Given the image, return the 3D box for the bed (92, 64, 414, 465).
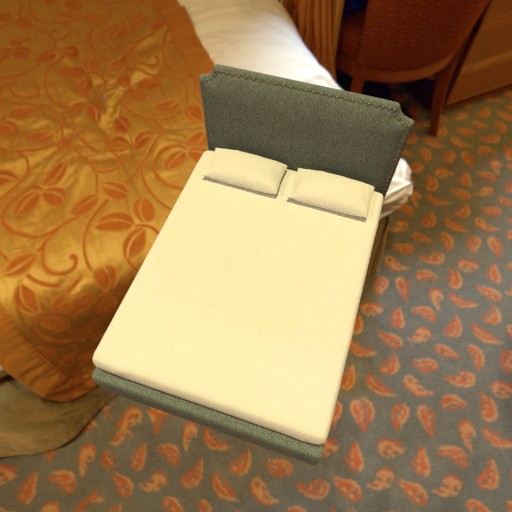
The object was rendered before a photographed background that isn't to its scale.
[{"bbox_3d":[0.000,0.000,3.358,1.712,1.443,2.372,16,60,10],"label":"bed"}]
